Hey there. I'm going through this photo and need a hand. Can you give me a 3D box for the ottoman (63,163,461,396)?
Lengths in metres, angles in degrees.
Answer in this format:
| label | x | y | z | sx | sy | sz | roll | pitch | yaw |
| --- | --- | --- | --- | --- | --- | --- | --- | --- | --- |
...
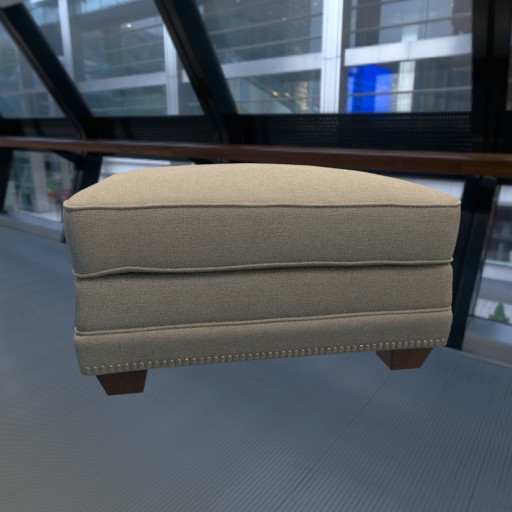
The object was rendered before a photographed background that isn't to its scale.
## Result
| label | x | y | z | sx | sy | sz | roll | pitch | yaw |
| --- | --- | --- | --- | --- | --- | --- | --- | --- | --- |
| ottoman | 0.000 | 0.000 | 1.138 | 0.813 | 0.458 | 0.559 | -2 | 15 | -9 |
